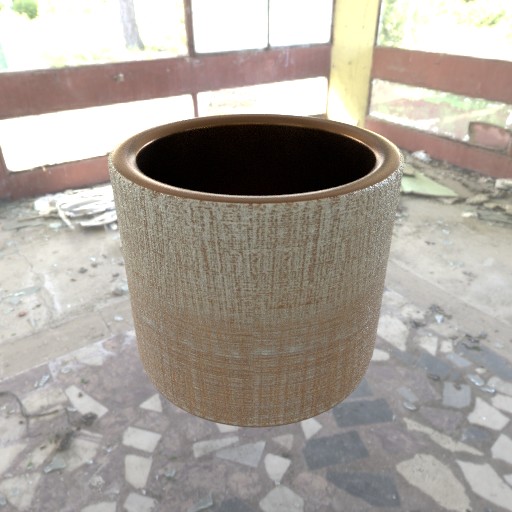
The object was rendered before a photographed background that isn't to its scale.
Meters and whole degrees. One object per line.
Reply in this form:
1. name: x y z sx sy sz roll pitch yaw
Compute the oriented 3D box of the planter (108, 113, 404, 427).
1. planter: 0.000 0.000 0.190 0.109 0.096 0.109 0 31 0
